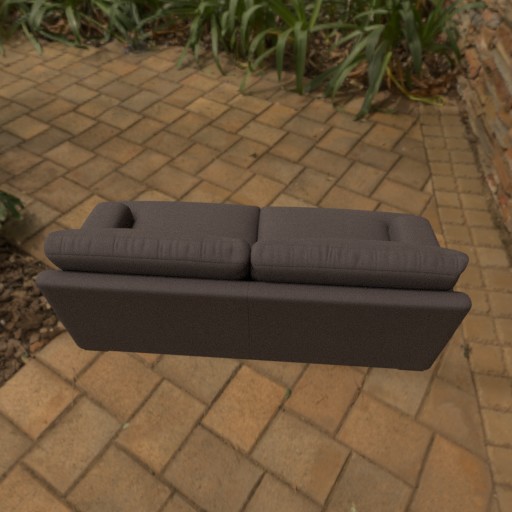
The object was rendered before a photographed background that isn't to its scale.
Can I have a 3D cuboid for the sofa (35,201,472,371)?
[{"bbox_3d":[0.000,0.000,2.805,2.271,0.950,1.140,3,45,3],"label":"sofa"}]
